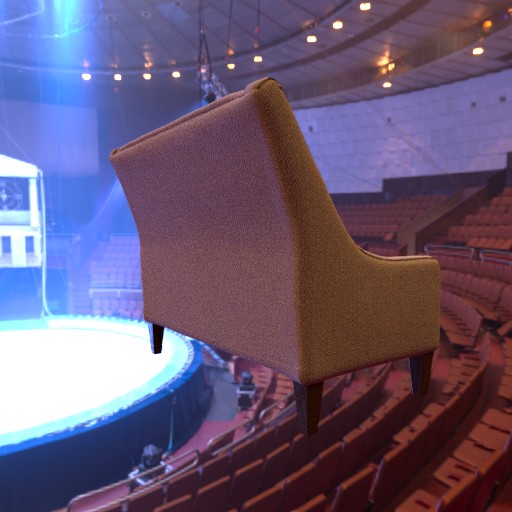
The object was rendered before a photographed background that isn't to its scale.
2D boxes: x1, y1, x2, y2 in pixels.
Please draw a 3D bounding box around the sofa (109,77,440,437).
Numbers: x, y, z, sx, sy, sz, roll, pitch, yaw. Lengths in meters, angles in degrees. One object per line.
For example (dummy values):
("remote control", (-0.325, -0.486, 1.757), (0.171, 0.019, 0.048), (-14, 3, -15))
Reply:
("sofa", (0.000, 0.000, 1.900), (0.870, 1.022, 1.242), (-2, 3, -36))
